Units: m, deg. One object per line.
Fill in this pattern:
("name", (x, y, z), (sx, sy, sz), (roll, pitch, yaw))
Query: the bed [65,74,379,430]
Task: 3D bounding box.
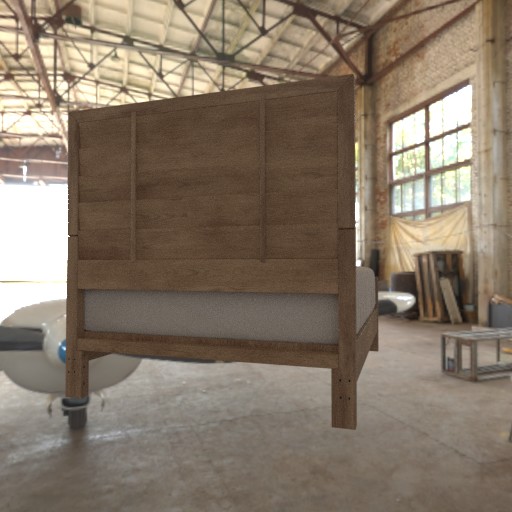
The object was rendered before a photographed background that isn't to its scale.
("bed", (0.000, 0.000, 3.232), (1.615, 1.631, 2.017), (0, -1, 18))
